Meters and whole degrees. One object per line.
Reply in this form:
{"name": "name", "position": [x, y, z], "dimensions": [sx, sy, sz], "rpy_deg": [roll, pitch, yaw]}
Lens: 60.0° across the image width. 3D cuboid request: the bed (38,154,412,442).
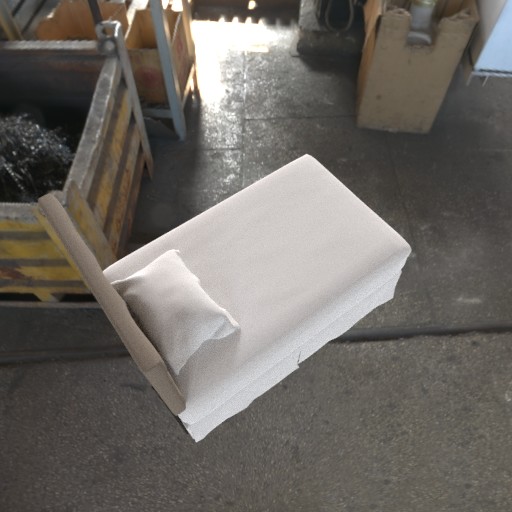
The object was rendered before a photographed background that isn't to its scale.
{"name": "bed", "position": [0.000, 0.000, 3.001], "dimensions": [1.997, 1.571, 1.261], "rpy_deg": [-32, 64, -18]}
